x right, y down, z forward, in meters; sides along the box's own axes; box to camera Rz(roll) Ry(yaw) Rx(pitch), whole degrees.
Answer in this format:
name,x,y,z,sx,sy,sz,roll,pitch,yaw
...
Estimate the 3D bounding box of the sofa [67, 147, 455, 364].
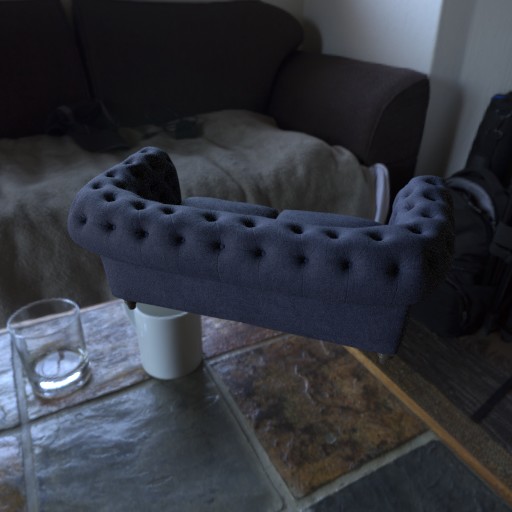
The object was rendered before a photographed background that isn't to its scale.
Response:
name,x,y,z,sx,sy,sz,roll,pitch,yaw
sofa,0.000,0.000,2.486,1.988,0.833,1.082,9,32,15
